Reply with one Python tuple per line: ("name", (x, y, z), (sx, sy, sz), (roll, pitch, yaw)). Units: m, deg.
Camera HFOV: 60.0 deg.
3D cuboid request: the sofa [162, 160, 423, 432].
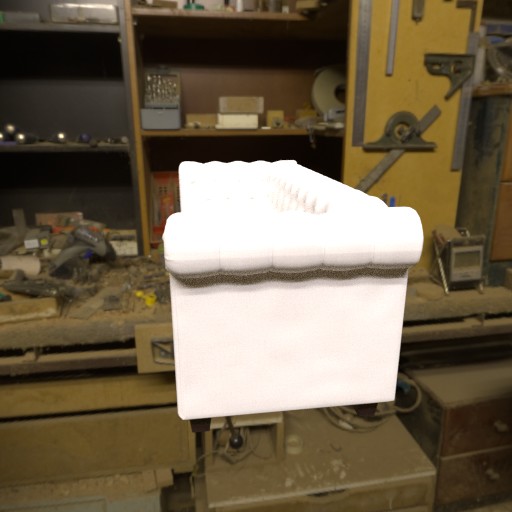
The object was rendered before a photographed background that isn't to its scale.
("sofa", (0.000, 0.000, 2.198), (0.771, 0.796, 1.798), (-2, 17, -8))
